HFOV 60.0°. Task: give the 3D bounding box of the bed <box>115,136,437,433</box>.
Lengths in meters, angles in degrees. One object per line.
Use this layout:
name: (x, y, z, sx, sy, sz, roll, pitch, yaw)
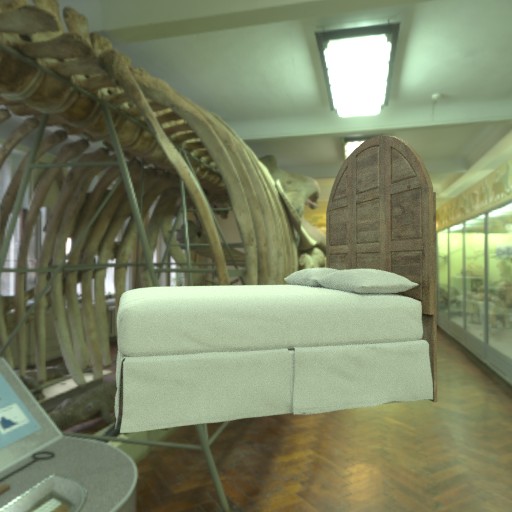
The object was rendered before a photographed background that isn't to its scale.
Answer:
bed: (0.000, 0.000, 3.500, 2.112, 2.002, 1.713, 0, -1, -16)
